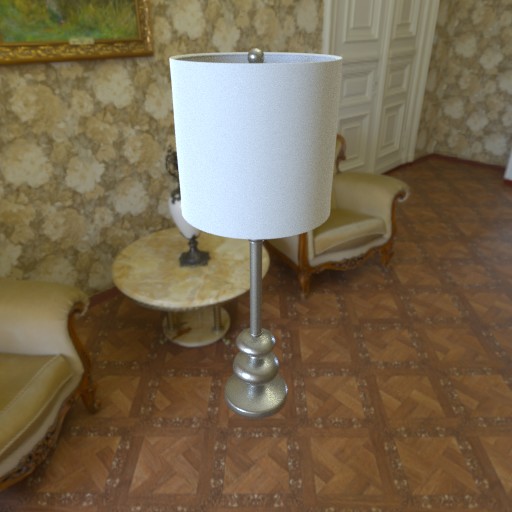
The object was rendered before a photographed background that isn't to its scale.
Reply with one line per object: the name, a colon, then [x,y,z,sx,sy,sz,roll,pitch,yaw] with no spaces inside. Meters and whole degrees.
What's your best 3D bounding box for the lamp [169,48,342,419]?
lamp: [0.000,0.000,0.811,0.254,0.690,0.254,0,28,-1]
